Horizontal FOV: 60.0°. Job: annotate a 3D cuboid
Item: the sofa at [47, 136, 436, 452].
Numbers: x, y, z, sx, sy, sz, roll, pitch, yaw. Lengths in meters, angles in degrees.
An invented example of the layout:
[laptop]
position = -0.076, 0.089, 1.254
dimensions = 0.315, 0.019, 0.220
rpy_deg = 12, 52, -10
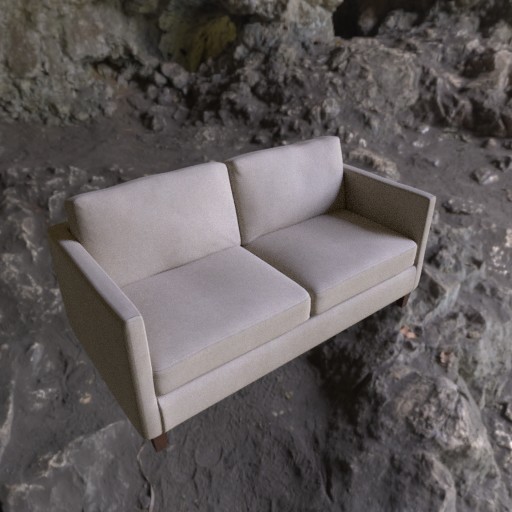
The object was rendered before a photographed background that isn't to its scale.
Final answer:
[sofa]
position = 0.000, 0.000, 2.391
dimensions = 1.846, 0.940, 0.950
rpy_deg = -21, 36, -32
